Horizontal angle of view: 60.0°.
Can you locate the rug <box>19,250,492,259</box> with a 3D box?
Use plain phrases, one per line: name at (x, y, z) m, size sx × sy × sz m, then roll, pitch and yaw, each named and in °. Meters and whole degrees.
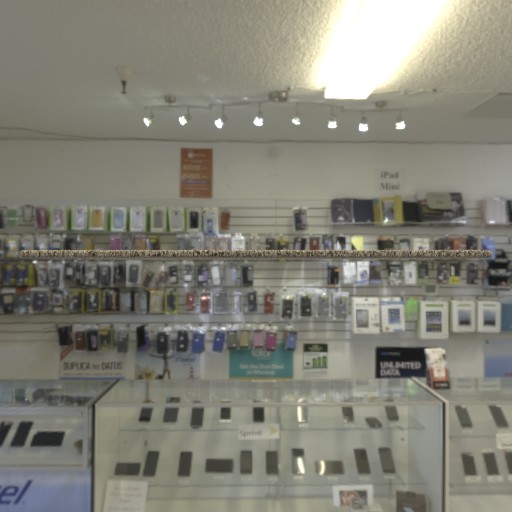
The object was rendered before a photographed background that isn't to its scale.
rug at (0.000, 0.000, 2.260) m, size 1.778 × 0.030 × 1.219 m, roll 0°, pitch -1°, yaw 1°
